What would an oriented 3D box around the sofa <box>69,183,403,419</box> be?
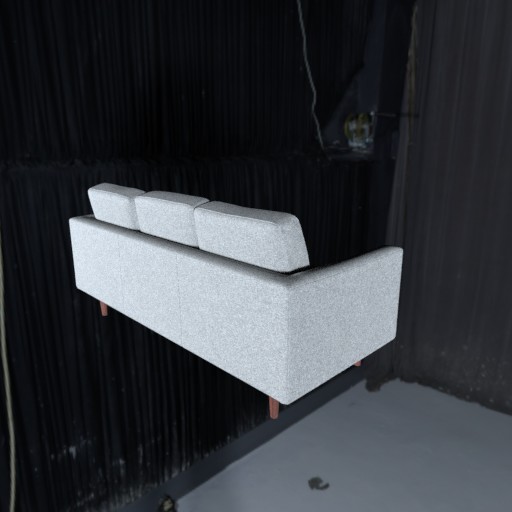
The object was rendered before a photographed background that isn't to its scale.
[{"bbox_3d":[0.000,0.000,3.004,1.667,0.957,2.055,-15,21,-42],"label":"sofa"}]
